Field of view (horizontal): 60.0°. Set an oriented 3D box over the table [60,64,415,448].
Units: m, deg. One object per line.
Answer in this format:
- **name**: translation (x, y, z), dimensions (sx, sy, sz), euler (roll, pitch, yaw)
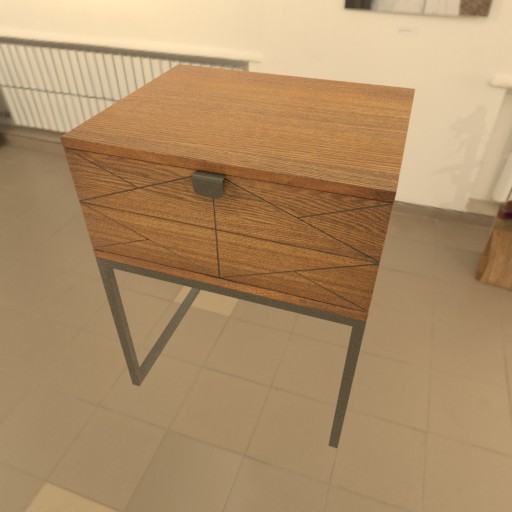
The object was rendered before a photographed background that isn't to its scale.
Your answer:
- **table**: translation (0.000, 0.000, 0.919), dimensions (0.482, 0.610, 0.400), euler (12, 41, 15)
